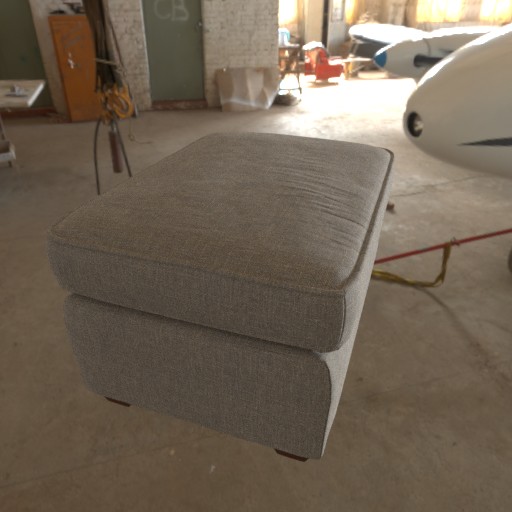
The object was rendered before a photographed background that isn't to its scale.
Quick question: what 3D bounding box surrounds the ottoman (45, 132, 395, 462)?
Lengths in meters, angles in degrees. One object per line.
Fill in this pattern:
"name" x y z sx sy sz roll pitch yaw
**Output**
"ottoman" 0.000 0.000 1.071 0.559 0.457 0.762 10 31 17
